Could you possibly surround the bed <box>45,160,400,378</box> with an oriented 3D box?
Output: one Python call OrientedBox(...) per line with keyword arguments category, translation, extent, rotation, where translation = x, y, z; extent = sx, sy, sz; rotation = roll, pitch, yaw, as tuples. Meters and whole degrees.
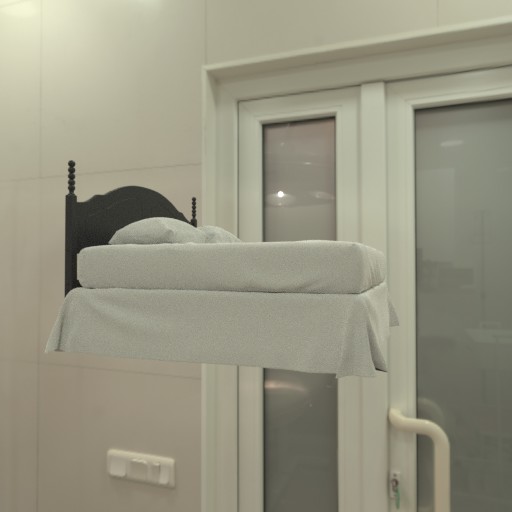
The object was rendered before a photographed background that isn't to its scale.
OrientedBox(category="bed", translation=(0.000, 0.000, 3.683), extent=(2.219, 1.355, 2.322), rotation=(0, -1, 20))
